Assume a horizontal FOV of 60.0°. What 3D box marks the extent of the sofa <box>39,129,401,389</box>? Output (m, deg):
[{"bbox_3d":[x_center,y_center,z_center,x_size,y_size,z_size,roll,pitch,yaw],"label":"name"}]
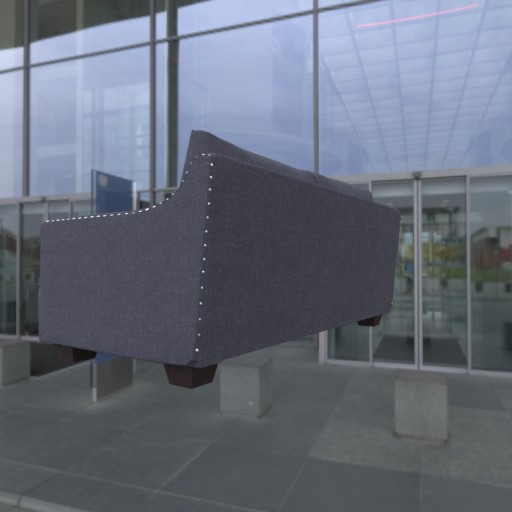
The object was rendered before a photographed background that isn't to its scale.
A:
[{"bbox_3d":[0.000,0.000,3.210,1.336,1.196,2.550,-1,-1,35],"label":"sofa"}]
